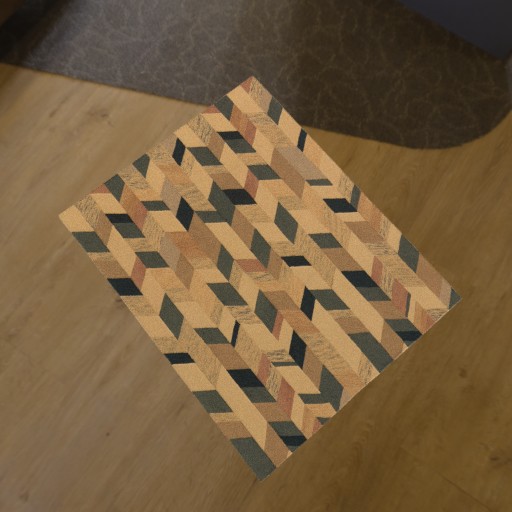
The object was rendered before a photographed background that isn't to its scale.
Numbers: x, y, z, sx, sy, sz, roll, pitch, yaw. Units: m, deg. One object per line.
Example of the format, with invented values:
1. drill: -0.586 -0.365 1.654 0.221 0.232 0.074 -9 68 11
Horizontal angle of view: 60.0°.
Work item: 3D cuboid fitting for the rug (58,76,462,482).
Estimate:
1. rug: 0.000 0.000 4.194 2.451 0.011 3.072 -39 79 -9
